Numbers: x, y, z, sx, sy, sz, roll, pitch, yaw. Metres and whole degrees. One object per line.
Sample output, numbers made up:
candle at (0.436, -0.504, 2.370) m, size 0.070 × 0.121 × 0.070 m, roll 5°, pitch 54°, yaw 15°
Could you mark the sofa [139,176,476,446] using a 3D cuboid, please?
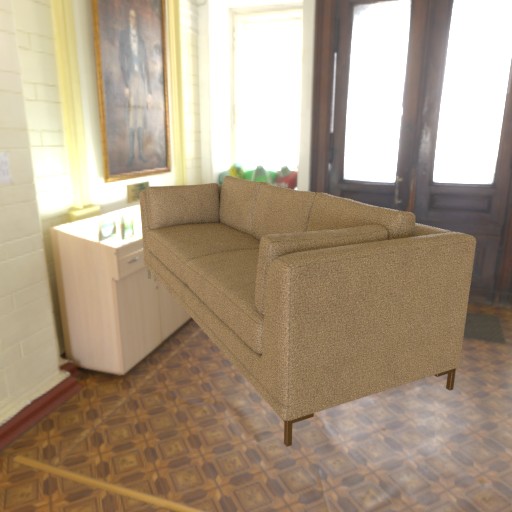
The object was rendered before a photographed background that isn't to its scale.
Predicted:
sofa at (0.000, 0.000, 2.851) m, size 0.969 × 0.867 × 2.415 m, roll -7°, pitch 17°, yaw -25°
